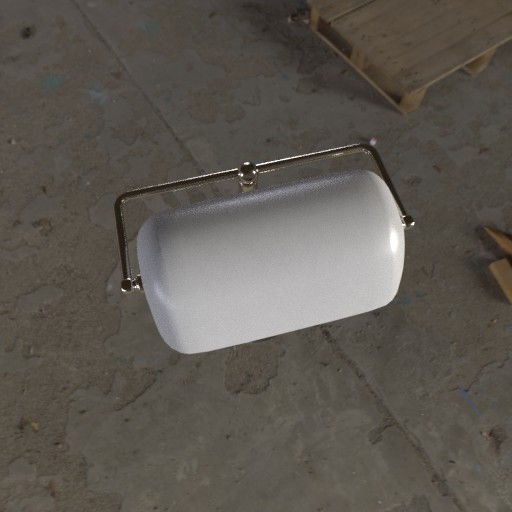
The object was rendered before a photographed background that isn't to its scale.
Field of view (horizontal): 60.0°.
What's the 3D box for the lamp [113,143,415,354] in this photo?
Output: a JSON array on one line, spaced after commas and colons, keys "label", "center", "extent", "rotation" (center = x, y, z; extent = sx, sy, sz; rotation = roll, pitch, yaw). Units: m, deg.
[{"label": "lamp", "center": [0.000, 0.000, 0.517], "extent": [0.264, 0.339, 0.243], "rotation": [-13, 65, -6]}]
